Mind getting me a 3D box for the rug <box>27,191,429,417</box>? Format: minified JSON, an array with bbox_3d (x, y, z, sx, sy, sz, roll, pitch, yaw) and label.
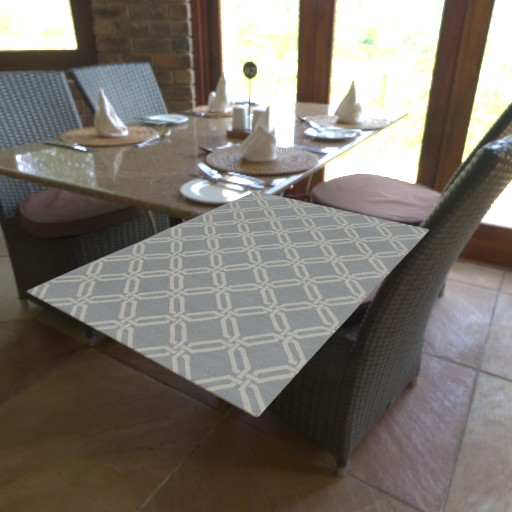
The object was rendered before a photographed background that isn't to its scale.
[{"bbox_3d":[0.000,0.000,2.764,1.522,0.013,2.133,17,31,31],"label":"rug"}]
